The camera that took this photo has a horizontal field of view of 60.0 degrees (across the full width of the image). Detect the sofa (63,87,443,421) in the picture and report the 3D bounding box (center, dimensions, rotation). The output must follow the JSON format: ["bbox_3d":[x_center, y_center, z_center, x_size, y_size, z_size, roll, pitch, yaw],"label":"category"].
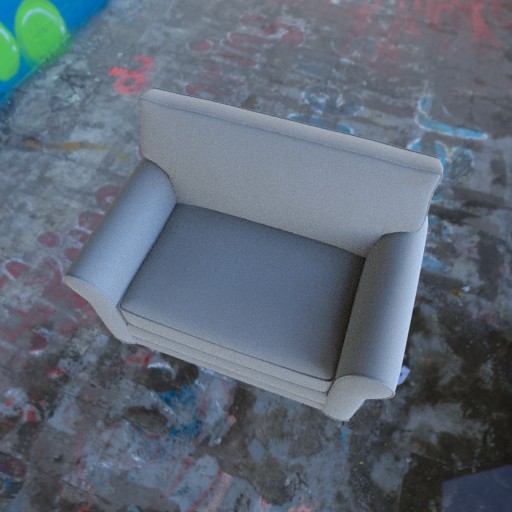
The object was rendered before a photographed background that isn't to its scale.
[{"bbox_3d":[0.000,0.000,2.040,1.405,1.006,0.937,17,60,10],"label":"sofa"}]
